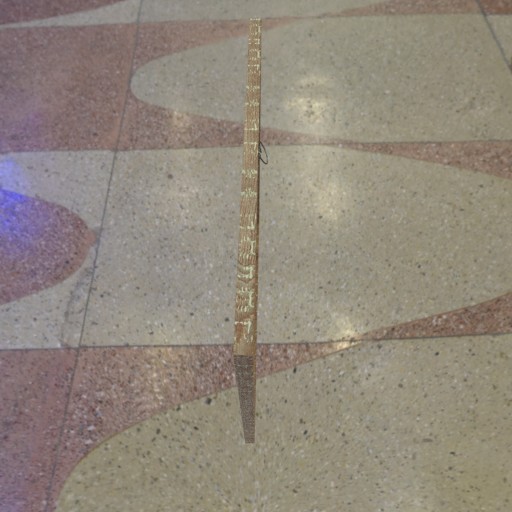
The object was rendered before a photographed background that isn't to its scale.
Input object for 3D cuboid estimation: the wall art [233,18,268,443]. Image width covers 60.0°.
[{"bbox_3d":[0.000,0.000,0.552,0.022,0.380,0.380,1,59,1],"label":"wall art"}]
